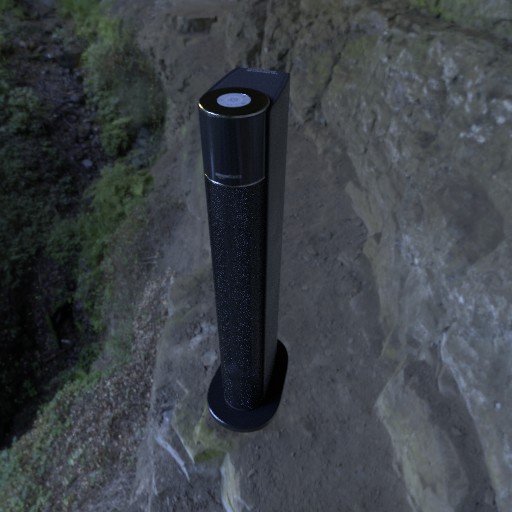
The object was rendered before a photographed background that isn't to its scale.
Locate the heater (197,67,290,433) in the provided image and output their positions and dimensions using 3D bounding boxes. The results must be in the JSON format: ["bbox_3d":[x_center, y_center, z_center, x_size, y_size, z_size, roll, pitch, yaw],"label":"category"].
[{"bbox_3d":[0.000,0.000,1.053,0.214,0.856,0.458,12,43,13],"label":"heater"}]
